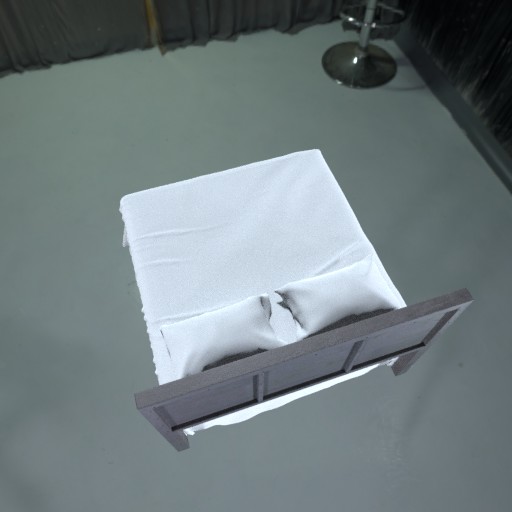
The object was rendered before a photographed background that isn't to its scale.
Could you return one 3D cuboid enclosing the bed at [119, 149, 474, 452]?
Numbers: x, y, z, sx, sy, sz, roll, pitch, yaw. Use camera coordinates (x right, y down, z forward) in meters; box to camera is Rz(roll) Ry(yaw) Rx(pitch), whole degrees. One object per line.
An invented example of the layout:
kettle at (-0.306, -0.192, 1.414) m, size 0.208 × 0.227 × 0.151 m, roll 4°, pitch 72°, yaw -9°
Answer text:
bed at (0.000, 0.000, 2.894) m, size 1.772 × 1.142 × 1.785 m, roll -16°, pitch 59°, yaw -10°
